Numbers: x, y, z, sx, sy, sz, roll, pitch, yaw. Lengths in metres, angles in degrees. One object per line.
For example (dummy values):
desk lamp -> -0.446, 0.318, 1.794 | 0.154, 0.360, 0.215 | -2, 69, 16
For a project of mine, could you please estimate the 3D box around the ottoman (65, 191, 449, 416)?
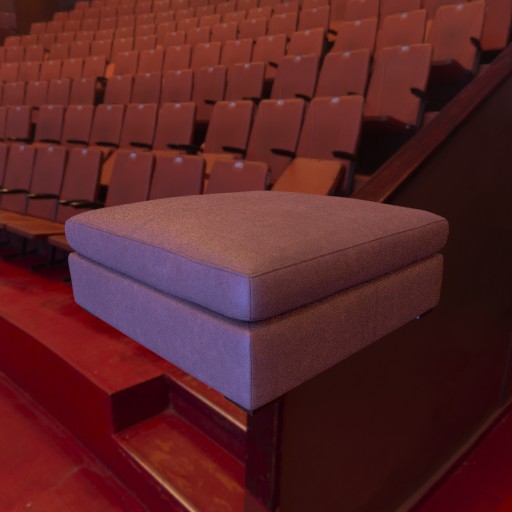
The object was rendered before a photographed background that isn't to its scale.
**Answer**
ottoman -> 0.000, 0.000, 1.866 | 1.168, 0.490, 1.168 | -14, 20, -42
